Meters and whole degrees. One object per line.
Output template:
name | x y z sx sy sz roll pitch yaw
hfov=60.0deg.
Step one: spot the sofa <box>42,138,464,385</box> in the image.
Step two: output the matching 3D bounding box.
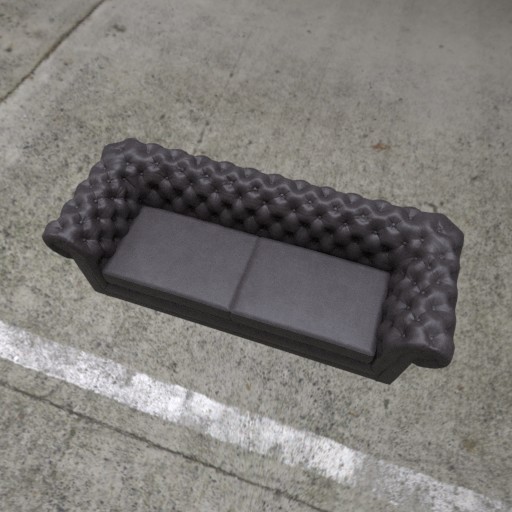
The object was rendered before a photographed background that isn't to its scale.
sofa | 0.000 0.000 2.878 2.385 0.783 0.944 16 59 10
